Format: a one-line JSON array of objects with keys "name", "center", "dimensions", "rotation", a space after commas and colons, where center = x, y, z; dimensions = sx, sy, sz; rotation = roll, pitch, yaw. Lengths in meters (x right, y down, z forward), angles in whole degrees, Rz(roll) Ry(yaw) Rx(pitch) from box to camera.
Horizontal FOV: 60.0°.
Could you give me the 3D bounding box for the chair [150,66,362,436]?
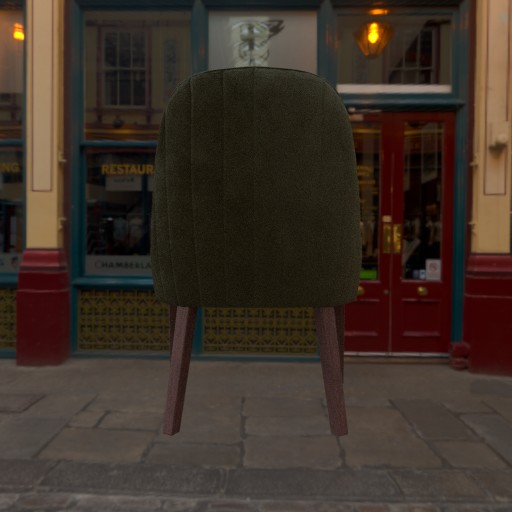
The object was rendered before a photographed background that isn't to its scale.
[{"name": "chair", "center": [0.000, 0.000, 1.303], "dimensions": [0.643, 0.889, 0.575], "rotation": [0, 0, 1]}]
